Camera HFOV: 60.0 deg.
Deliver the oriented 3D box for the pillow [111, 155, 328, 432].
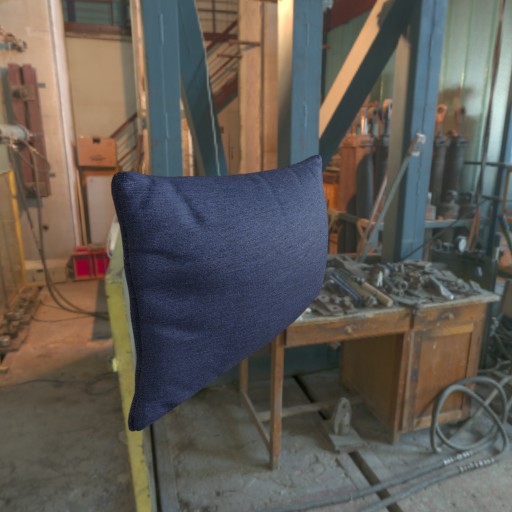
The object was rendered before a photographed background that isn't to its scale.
[{"bbox_3d":[0.000,0.000,0.799,0.210,0.338,0.633,8,17,28],"label":"pillow"}]
